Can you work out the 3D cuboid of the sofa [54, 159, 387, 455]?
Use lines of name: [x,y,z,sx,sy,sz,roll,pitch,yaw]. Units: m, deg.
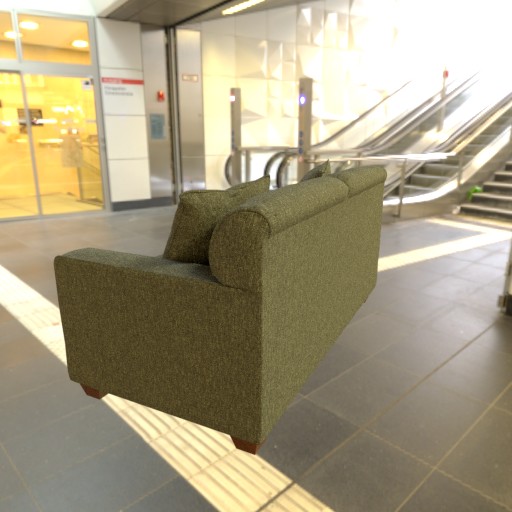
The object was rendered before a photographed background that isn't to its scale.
sofa: [0.000,0.000,2.413,0.998,0.958,1.846,8,18,26]
